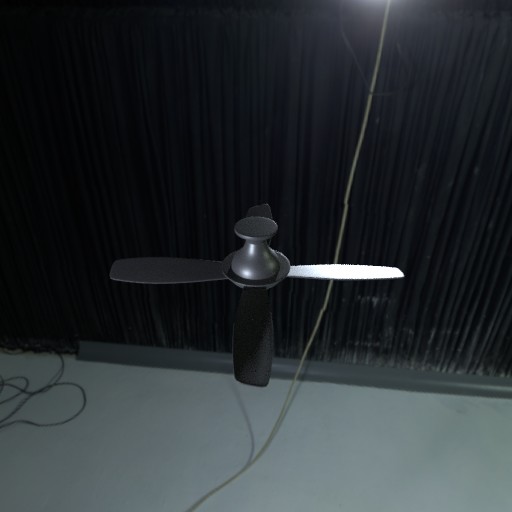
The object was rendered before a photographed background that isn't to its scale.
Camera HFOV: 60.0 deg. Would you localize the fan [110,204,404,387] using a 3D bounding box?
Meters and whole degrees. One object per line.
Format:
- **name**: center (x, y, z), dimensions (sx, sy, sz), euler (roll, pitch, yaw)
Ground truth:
- **fan**: center (0.000, 0.000, 2.523), dimensions (1.694, 0.382, 1.694), euler (1, 33, 1)
